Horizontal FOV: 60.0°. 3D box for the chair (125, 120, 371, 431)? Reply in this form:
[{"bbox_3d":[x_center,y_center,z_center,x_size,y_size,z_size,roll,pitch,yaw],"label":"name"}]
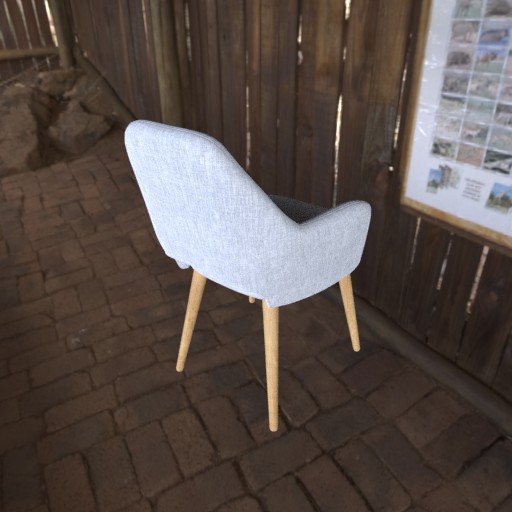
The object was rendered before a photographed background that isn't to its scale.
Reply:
[{"bbox_3d":[0.000,0.000,1.256,0.590,0.840,0.610,21,36,32],"label":"chair"}]
